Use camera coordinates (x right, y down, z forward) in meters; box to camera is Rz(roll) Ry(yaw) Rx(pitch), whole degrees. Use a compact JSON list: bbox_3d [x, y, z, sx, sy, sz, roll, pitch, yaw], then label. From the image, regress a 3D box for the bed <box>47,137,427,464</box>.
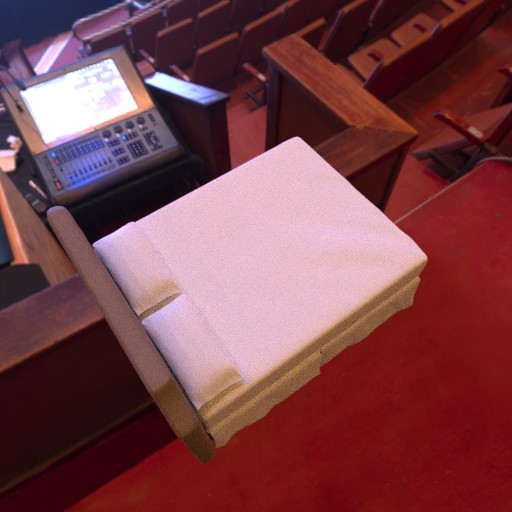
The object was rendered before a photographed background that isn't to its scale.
[{"bbox_3d":[0.000,0.000,3.169,2.116,1.290,1.693,-32,64,-18],"label":"bed"}]
